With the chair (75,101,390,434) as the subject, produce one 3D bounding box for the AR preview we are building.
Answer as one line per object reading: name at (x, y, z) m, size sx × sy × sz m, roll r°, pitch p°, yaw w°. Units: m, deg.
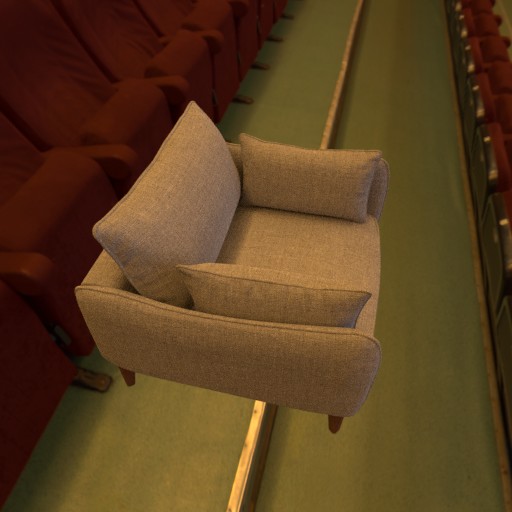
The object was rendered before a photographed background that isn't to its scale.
chair at (0.000, 0.000, 1.736) m, size 0.976 × 0.839 × 0.993 m, roll 10°, pitch 48°, yaw 9°
